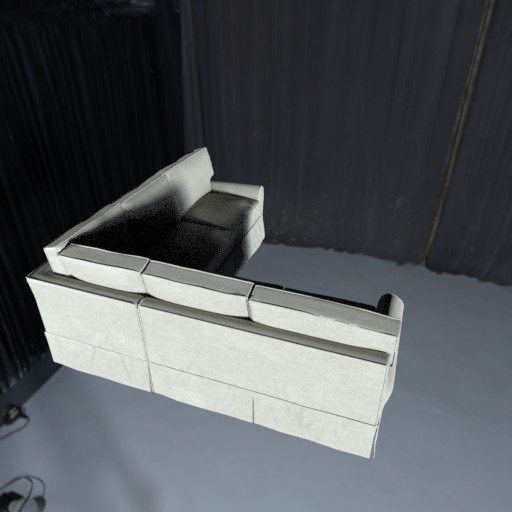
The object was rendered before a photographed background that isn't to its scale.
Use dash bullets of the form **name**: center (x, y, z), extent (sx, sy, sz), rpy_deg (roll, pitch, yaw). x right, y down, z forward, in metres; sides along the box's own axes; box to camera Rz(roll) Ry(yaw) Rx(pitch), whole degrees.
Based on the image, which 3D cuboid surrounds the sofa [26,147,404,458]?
- **sofa**: center (0.000, 0.000, 4.013), extent (2.618, 1.081, 2.623), rpy_deg (11, 33, 17)
